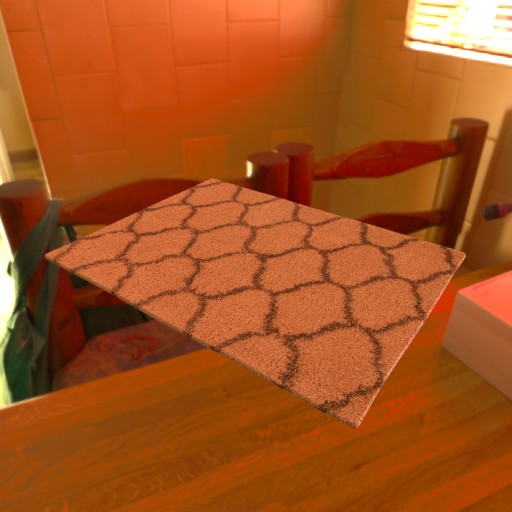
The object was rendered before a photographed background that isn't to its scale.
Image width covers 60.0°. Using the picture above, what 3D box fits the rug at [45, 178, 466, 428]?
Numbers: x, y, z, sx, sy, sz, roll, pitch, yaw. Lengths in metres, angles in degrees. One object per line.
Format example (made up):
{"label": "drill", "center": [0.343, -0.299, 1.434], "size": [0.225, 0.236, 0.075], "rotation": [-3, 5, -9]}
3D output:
{"label": "rug", "center": [0.000, 0.000, 2.094], "size": [1.600, 0.025, 1.200], "rotation": [21, 37, 30]}
